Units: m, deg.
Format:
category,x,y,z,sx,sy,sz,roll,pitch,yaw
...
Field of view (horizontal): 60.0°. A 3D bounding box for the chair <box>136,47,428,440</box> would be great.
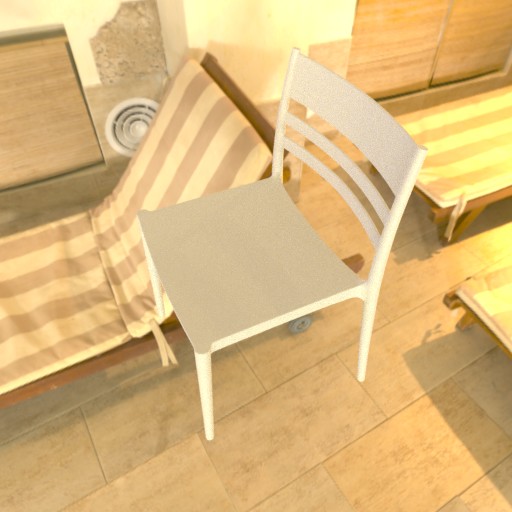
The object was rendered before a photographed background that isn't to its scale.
category,x,y,z,sx,sy,sz,roll,pitch,yaw
chair,0.000,0.000,1.130,0.511,0.800,0.531,-19,50,-17
